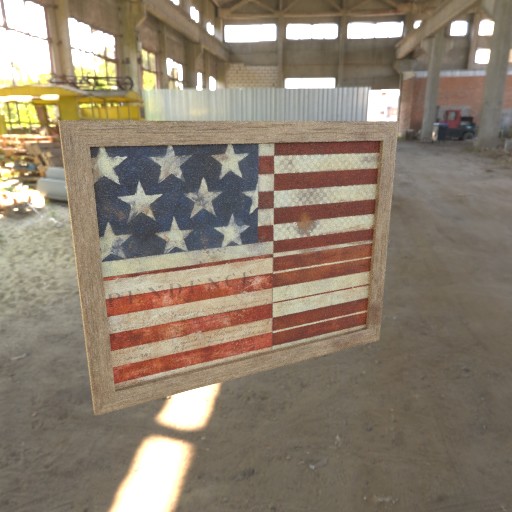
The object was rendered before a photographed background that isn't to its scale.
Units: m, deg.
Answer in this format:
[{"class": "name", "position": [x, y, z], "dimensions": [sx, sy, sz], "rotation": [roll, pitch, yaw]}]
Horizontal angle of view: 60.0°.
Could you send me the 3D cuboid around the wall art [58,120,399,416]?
[{"class": "wall art", "position": [0.000, 0.000, 0.918], "dimensions": [0.690, 0.535, 0.026], "rotation": [-8, 18, -25]}]
